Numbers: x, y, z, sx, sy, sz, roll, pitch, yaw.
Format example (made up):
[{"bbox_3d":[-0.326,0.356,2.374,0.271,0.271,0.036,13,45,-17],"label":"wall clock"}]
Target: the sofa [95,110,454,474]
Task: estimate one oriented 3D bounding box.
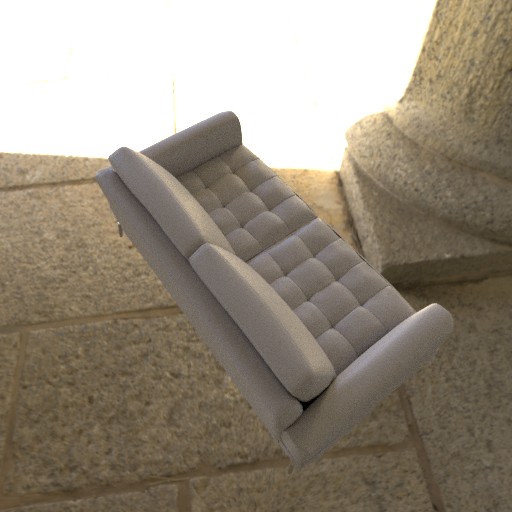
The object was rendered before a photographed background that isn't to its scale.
[{"bbox_3d":[0.000,0.000,2.728,1.121,0.930,2.177,-32,63,-19],"label":"sofa"}]
